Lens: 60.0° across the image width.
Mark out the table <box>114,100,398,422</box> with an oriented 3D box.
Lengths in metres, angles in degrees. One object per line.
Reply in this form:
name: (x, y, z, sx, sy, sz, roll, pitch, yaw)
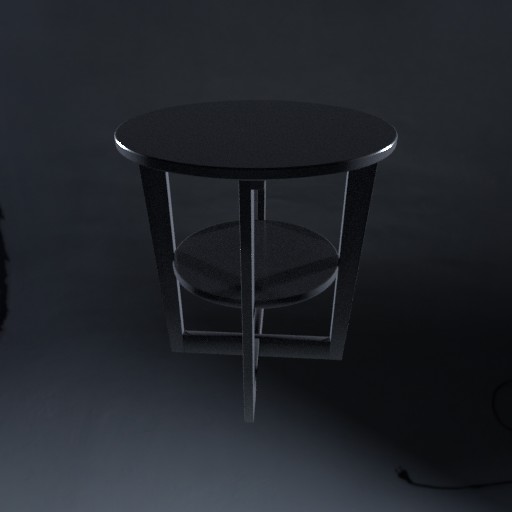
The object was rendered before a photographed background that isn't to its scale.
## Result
table: (0.000, 0.000, 0.946, 0.500, 0.550, 0.500, 0, 29, 0)
